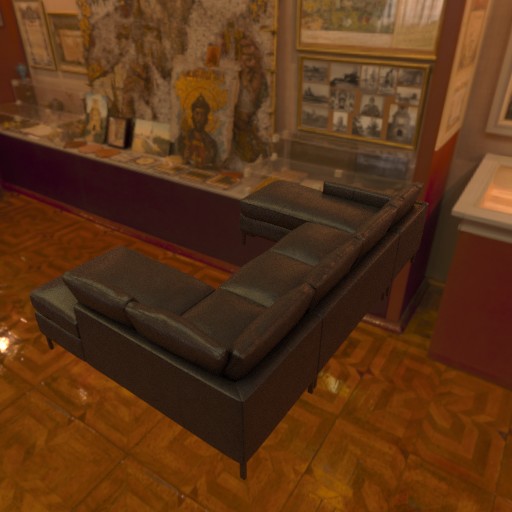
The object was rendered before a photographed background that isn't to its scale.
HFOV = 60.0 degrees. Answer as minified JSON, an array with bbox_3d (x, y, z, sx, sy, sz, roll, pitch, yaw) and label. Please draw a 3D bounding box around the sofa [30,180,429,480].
[{"bbox_3d":[0.000,0.000,3.749,1.939,0.900,2.956,20,36,30],"label":"sofa"}]
